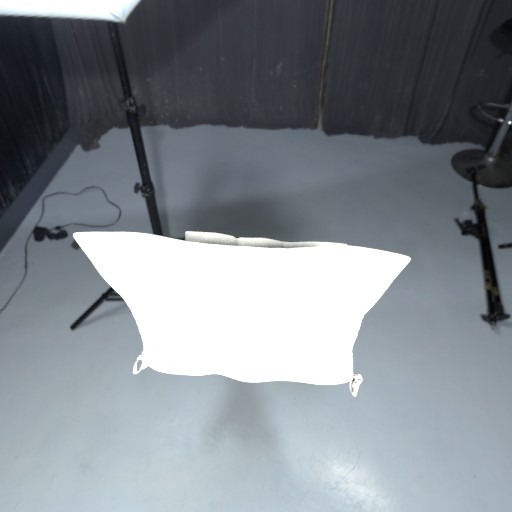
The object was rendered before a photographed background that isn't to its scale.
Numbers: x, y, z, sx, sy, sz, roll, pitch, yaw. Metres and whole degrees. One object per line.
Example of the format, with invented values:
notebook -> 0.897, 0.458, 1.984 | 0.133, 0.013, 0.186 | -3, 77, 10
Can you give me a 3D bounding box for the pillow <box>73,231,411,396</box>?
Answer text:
pillow -> 0.000, 0.000, 1.011 | 0.541, 0.536, 0.585 | 4, 45, 4
